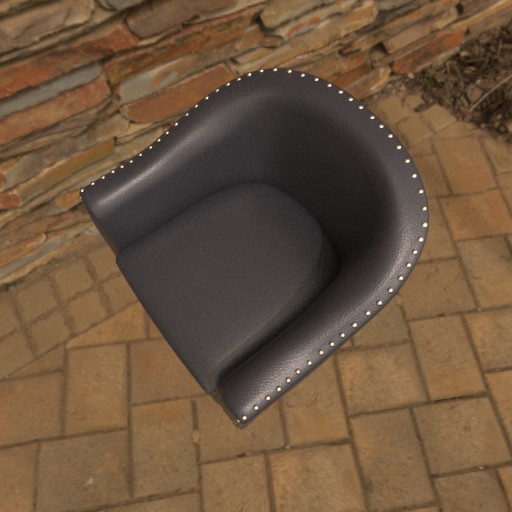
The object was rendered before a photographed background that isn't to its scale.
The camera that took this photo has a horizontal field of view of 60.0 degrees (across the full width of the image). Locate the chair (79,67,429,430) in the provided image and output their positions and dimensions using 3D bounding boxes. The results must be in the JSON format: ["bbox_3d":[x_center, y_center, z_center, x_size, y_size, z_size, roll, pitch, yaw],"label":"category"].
[{"bbox_3d":[0.000,0.000,1.405,0.748,0.823,0.794,-35,70,-15],"label":"chair"}]
